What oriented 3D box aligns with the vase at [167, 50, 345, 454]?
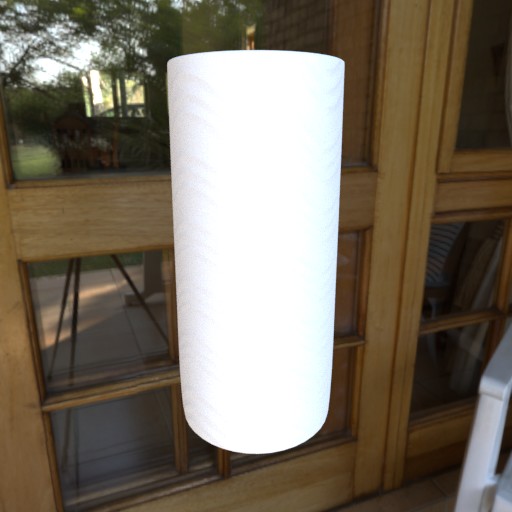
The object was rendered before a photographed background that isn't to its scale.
[{"bbox_3d":[0.000,0.000,0.394,0.143,0.316,0.143,0,16,0],"label":"vase"}]
